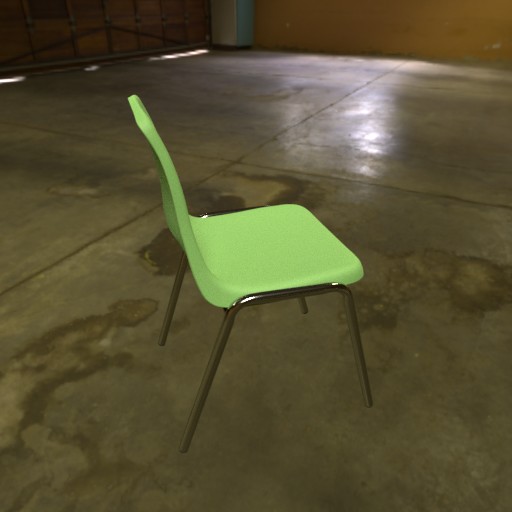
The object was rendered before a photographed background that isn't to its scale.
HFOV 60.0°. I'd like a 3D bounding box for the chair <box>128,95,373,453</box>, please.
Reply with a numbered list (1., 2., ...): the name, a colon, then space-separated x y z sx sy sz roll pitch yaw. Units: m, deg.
1. chair: 0.000 0.000 0.931 0.436 0.653 0.381 -9 31 -15
